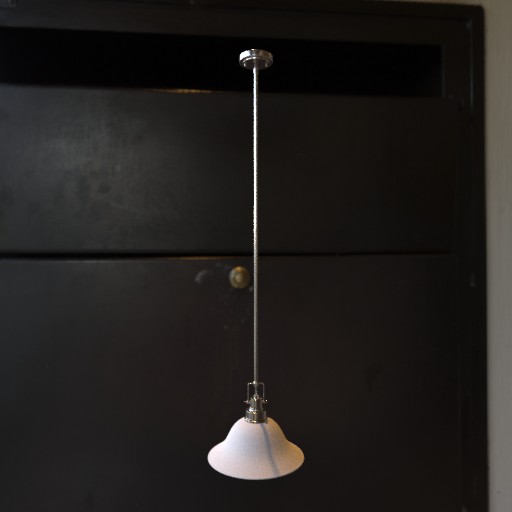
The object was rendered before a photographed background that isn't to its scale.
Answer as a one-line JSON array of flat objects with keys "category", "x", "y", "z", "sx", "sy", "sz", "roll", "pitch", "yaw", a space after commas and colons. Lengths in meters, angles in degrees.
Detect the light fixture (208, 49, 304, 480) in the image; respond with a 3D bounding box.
[{"category": "light fixture", "x": 0.000, "y": 0.000, "z": 1.505, "sx": 0.324, "sy": 1.354, "sz": 0.324, "roll": 0, "pitch": 0, "yaw": -1}]
